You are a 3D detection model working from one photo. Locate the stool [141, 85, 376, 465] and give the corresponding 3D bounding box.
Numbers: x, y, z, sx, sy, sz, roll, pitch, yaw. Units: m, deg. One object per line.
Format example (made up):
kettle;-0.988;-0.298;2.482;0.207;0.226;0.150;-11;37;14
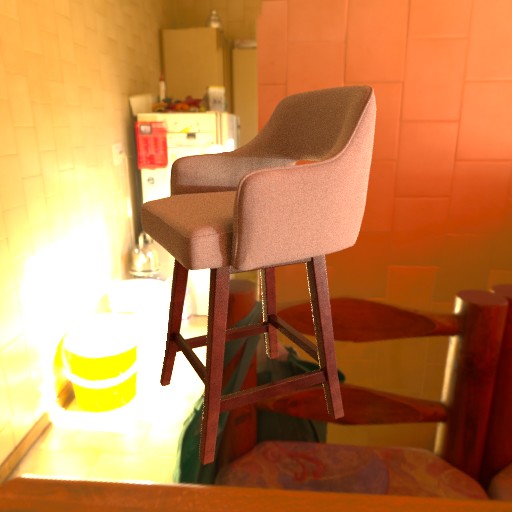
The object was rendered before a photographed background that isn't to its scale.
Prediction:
stool;0.000;0.000;1.285;0.560;0.936;0.550;-8;18;-25
